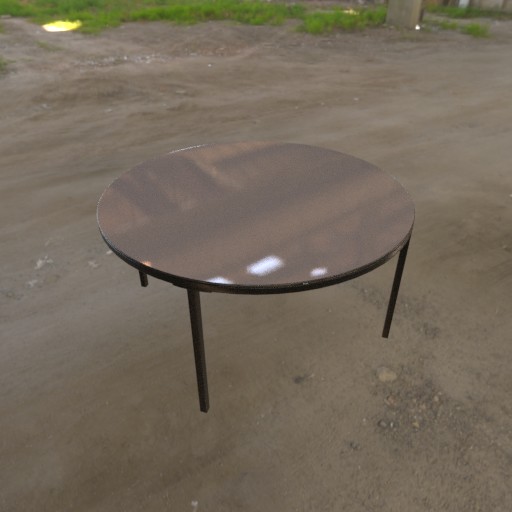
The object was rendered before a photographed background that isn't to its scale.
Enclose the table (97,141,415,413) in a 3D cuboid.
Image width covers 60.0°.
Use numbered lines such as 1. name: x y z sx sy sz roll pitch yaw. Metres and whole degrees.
1. table: 0.000 0.000 1.270 0.800 0.400 0.800 0 34 0
